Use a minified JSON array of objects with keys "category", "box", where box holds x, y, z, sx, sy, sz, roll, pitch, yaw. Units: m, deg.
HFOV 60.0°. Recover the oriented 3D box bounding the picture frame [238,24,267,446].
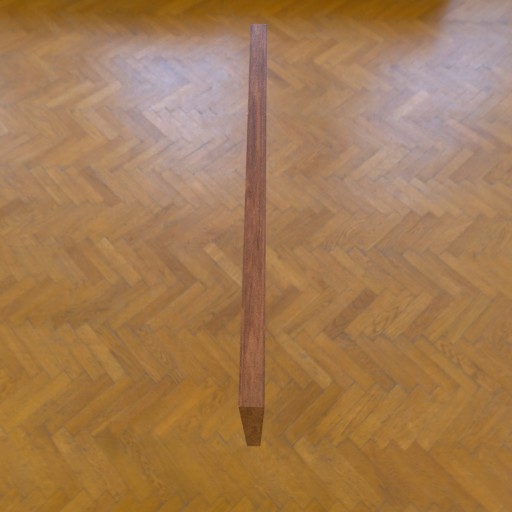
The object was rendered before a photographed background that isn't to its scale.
[{"category":"picture frame","box":[0.000,0.000,0.750,0.025,0.457,0.559,1,63,0]}]
